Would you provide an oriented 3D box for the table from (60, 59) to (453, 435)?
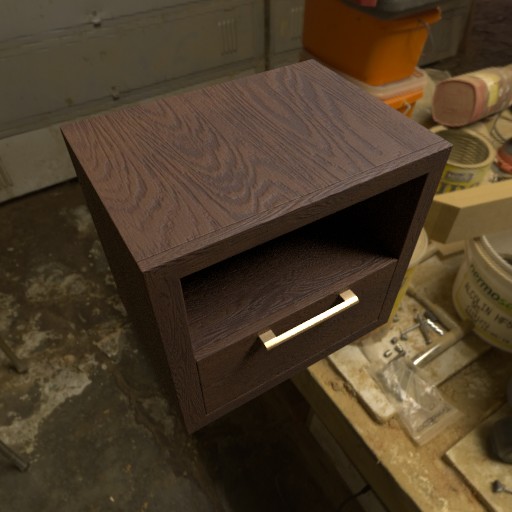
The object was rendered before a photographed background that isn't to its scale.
[{"bbox_3d":[0.000,0.000,0.976,0.560,0.585,0.439,-24,51,-21],"label":"table"}]
